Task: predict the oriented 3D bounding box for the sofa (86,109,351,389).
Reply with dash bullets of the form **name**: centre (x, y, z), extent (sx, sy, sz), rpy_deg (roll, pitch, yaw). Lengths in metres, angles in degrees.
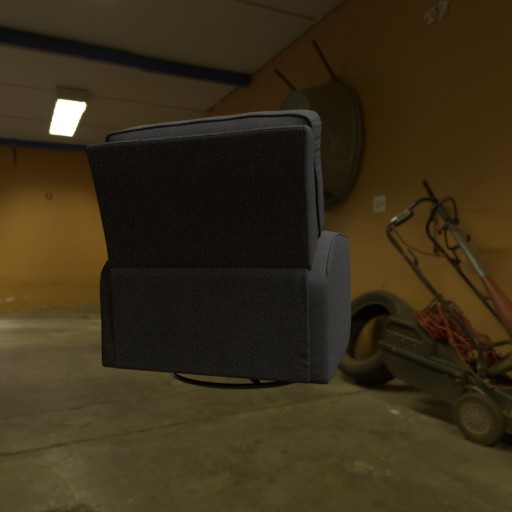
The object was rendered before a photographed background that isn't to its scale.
- **sofa**: centre (0.000, 0.000, 2.055), extent (0.861, 0.959, 1.472), rpy_deg (0, -1, 17)
